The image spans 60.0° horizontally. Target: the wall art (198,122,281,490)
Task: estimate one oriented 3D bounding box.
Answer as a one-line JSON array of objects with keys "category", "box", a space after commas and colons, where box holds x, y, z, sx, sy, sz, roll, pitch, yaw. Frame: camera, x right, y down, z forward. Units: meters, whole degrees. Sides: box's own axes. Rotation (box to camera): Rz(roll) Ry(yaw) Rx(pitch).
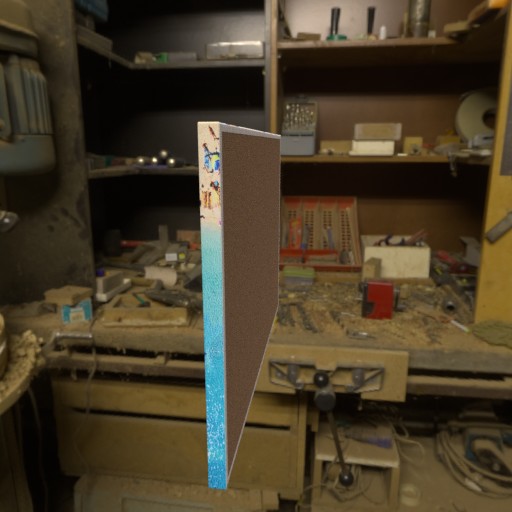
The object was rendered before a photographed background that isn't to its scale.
[{"category": "wall art", "box": [0.000, 0.000, 1.419, 0.040, 0.769, 1.136, 2, 14, 8]}]
